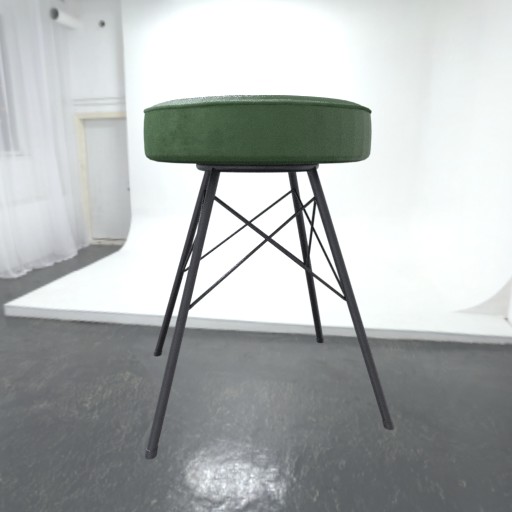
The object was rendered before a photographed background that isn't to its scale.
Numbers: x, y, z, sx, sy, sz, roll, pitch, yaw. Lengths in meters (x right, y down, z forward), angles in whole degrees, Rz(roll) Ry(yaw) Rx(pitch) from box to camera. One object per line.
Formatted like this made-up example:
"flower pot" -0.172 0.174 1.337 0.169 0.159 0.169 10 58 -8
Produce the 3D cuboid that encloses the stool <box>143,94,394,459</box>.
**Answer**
"stool" 0.000 0.000 0.913 0.457 0.595 0.430 -2 13 -10
